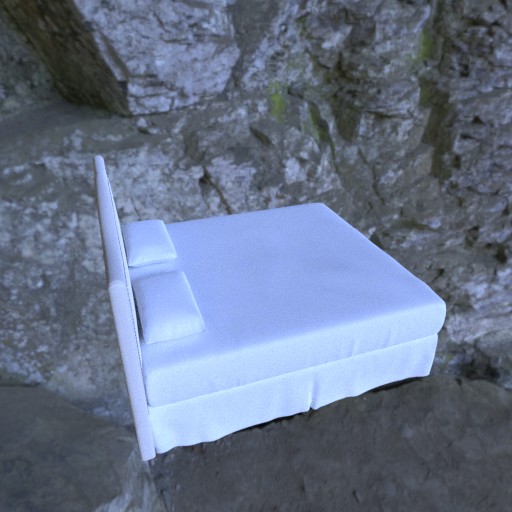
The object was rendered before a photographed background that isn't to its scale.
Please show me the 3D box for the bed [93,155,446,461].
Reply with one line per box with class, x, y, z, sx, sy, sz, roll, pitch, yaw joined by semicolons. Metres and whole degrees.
bed;0.000;0.000;3.464;2.182;1.421;2.083;-10;31;-17
